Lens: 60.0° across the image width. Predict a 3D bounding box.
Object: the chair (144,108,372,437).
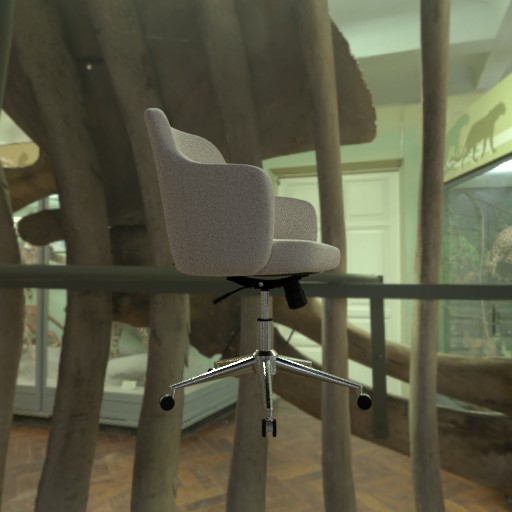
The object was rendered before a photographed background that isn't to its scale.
[{"bbox_3d":[0.000,0.000,1.286,0.647,0.819,0.602,0,-1,18],"label":"chair"}]
